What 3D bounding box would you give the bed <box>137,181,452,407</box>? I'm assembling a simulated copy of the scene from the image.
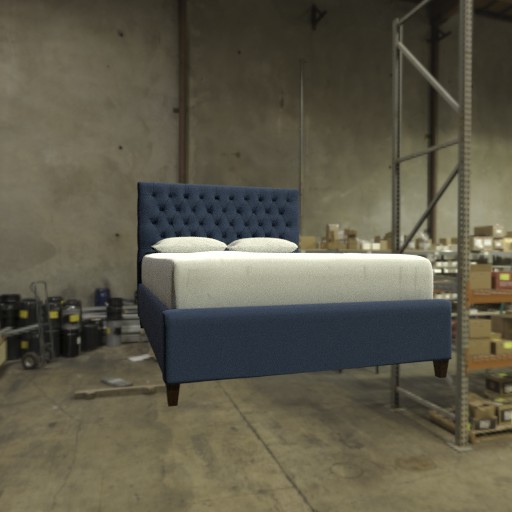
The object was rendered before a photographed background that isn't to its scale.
[{"bbox_3d":[0.000,0.000,3.484,1.706,1.427,2.387,0,1,-18],"label":"bed"}]
